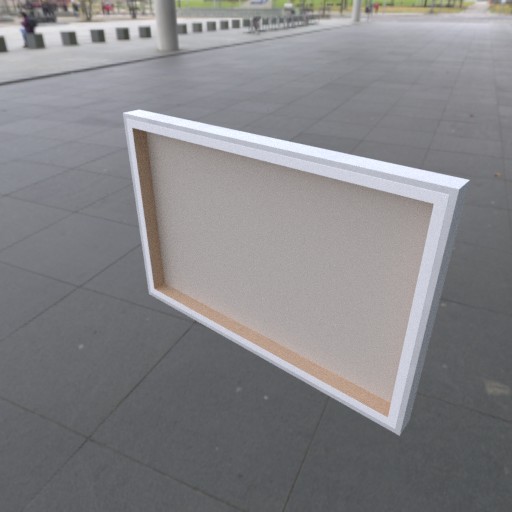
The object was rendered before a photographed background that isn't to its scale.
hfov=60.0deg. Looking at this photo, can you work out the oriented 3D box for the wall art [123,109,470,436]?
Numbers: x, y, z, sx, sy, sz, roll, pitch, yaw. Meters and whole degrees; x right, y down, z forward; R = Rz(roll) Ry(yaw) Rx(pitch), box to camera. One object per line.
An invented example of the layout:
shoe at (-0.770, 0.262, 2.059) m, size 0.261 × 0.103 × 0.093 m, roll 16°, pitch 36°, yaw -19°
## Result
wall art at (0.000, 0.000, 0.768) m, size 0.609 × 0.407 × 0.038 m, roll 22°, pitch 37°, yaw 33°
